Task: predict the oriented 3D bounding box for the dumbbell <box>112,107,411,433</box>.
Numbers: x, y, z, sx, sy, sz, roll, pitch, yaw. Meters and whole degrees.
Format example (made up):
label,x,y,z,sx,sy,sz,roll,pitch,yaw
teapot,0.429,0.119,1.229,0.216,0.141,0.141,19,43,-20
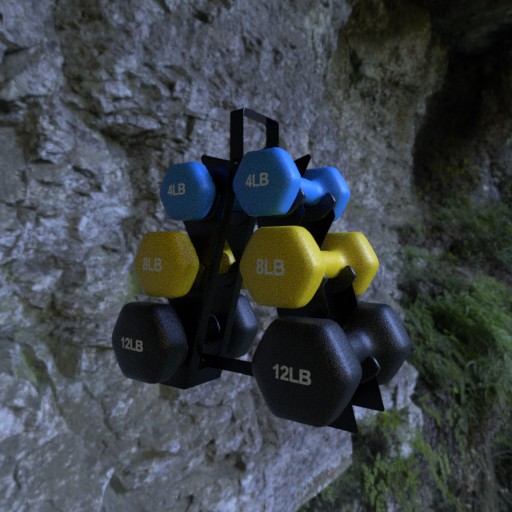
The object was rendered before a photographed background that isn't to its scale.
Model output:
label,x,y,z,sx,sy,sz,roll,pitch,yaw
dumbbell,0.000,0.000,0.676,0.409,0.426,0.255,0,1,36
